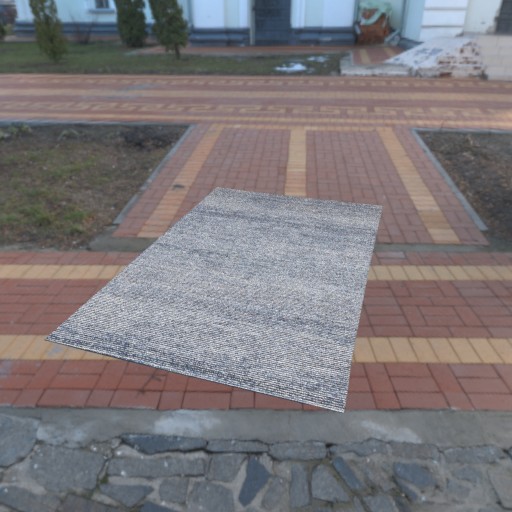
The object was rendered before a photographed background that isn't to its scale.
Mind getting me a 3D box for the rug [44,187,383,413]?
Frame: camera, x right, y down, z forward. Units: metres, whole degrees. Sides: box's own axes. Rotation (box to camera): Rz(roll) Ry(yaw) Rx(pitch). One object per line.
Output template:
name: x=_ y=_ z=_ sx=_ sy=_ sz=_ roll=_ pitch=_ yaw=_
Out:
rug: x=0.000 y=0.000 z=2.246 sx=1.135 sy=0.010 sz=1.740 roll=9 pitch=30 yaw=16
